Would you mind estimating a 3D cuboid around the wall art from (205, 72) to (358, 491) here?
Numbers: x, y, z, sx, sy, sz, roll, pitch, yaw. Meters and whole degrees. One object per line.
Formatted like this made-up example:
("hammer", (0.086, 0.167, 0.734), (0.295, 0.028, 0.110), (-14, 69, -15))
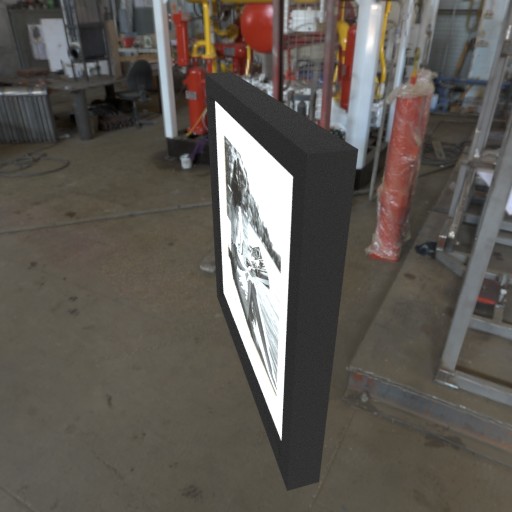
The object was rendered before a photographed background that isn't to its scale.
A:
("wall art", (0.000, 0.000, 0.448), (0.030, 0.305, 0.308), (-8, 31, -14))
